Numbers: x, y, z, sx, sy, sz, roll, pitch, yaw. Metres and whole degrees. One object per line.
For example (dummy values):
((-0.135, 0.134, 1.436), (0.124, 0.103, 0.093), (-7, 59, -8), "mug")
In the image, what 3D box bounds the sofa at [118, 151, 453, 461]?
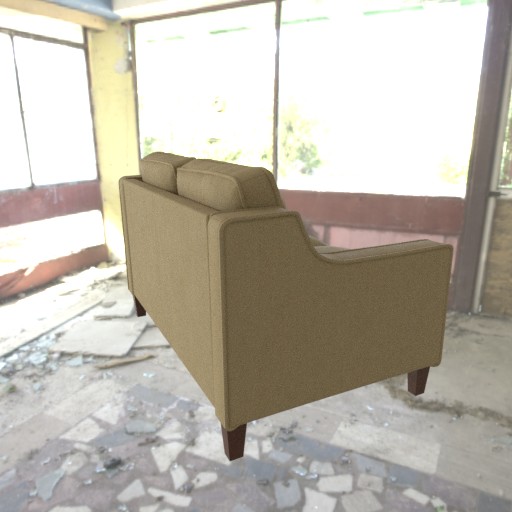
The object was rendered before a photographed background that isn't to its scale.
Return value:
((0.000, 0.000, 2.166), (0.987, 0.971, 1.501), (-8, 17, -26), "sofa")
